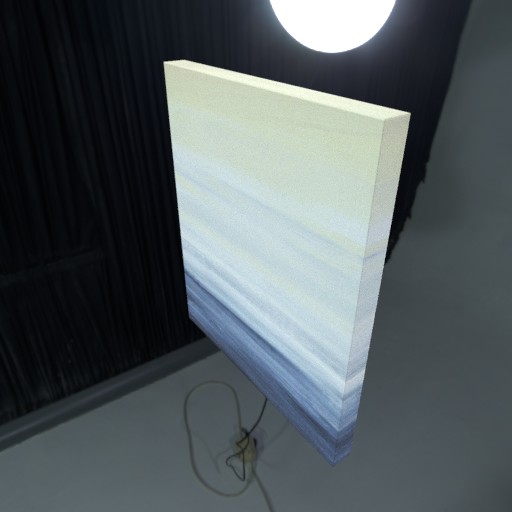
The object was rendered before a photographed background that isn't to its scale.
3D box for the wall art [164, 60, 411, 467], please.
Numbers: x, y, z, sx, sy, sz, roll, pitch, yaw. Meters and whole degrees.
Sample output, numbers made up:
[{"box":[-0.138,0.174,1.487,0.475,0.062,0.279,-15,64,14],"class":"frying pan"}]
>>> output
[{"box":[0.000,0.000,0.686,0.037,0.511,0.435,-21,37,-31],"class":"wall art"}]
